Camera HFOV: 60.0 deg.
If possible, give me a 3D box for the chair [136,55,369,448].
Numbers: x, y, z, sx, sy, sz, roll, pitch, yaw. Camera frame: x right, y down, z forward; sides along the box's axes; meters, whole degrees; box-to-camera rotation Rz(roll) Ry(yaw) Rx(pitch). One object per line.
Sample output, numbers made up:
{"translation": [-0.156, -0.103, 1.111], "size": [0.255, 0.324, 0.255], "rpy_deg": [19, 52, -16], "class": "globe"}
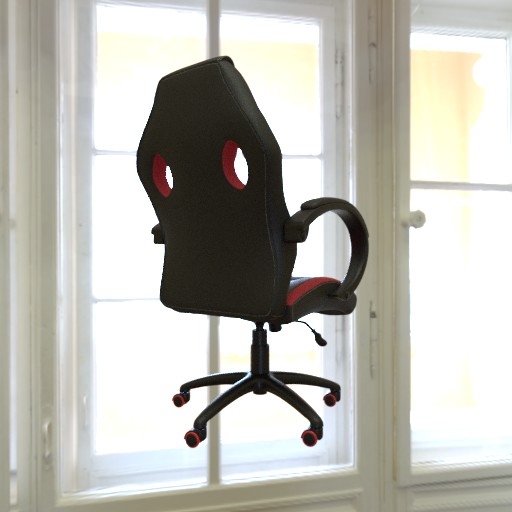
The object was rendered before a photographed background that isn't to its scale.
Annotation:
{"translation": [0.000, 0.000, 1.632], "size": [0.673, 1.187, 0.724], "rpy_deg": [1, 1, 36], "class": "chair"}
